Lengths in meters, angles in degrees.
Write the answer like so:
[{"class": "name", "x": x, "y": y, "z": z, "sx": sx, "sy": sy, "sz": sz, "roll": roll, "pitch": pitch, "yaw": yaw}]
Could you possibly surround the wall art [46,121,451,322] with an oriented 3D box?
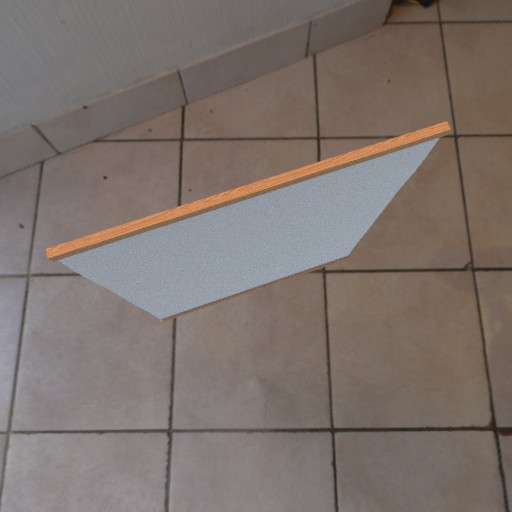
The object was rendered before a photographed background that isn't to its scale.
[{"class": "wall art", "x": 0.000, "y": 0.000, "z": 0.666, "sx": 0.404, "sy": 0.507, "sz": 0.010, "roll": -18, "pitch": 76, "yaw": -5}]
